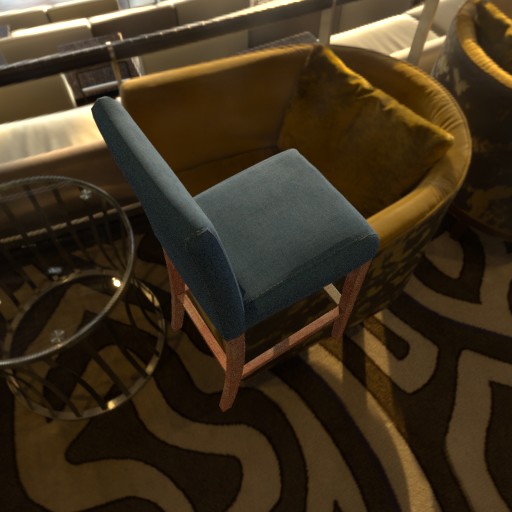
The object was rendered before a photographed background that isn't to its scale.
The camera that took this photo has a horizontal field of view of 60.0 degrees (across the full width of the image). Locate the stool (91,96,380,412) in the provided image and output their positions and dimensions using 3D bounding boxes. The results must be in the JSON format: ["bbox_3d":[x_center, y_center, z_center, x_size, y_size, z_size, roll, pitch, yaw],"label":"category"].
[{"bbox_3d":[0.000,0.000,1.341,0.574,1.088,0.454,-29,61,-18],"label":"stool"}]
